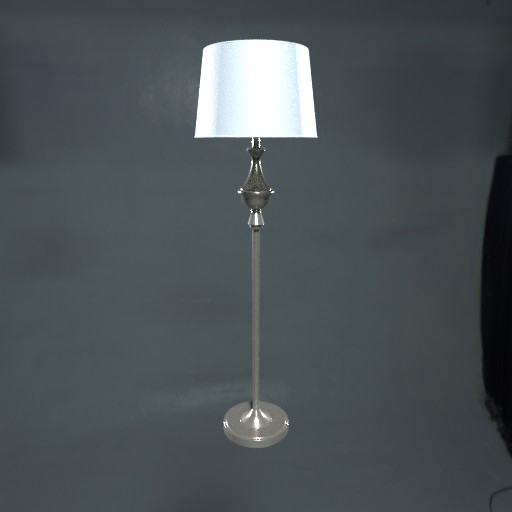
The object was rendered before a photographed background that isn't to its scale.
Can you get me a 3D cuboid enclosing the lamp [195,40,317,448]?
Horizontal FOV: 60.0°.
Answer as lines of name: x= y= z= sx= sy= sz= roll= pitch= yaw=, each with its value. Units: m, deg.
lamp: x=0.000 y=0.000 z=1.682 sx=0.431 sy=1.488 sz=0.431 roll=0 pitch=15 yaw=0
